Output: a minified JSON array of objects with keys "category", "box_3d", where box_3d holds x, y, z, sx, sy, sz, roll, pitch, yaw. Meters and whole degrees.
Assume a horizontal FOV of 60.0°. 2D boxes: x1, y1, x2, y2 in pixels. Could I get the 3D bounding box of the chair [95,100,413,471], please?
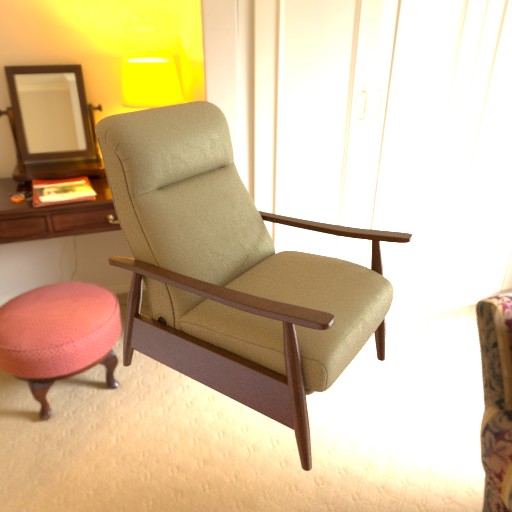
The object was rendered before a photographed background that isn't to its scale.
[{"category":"chair","box_3d":[0.000,0.000,1.792,1.014,1.082,0.762,17,31,31]}]
